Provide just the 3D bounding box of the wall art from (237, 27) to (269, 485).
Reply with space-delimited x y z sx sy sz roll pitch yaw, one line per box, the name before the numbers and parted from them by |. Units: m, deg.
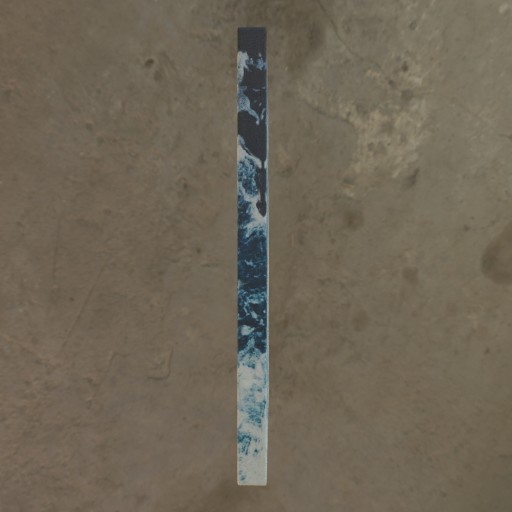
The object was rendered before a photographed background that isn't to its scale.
wall art | 0.000 0.000 0.790 0.043 0.407 0.609 0 90 2
